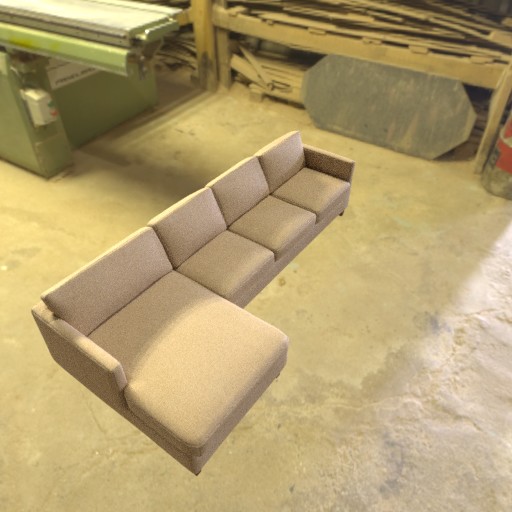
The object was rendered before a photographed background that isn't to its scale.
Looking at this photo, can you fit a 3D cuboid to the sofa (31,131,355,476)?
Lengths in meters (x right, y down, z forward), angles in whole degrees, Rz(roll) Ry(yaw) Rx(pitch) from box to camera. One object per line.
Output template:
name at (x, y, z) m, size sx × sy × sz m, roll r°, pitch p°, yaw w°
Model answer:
sofa at (0.000, 0.000, 3.766) m, size 1.502 × 0.876 × 3.201 m, roll 26°, pitch 47°, yaw 27°
